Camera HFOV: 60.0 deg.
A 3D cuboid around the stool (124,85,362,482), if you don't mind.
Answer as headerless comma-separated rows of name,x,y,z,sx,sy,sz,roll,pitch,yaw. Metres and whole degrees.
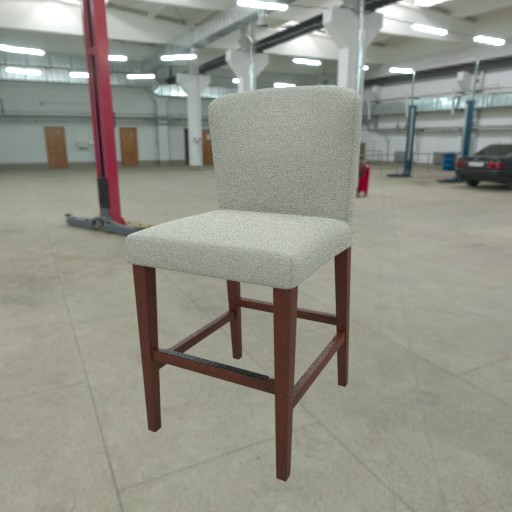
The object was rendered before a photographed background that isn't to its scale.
stool,0.000,0.000,1.275,0.481,0.969,0.568,8,17,27
